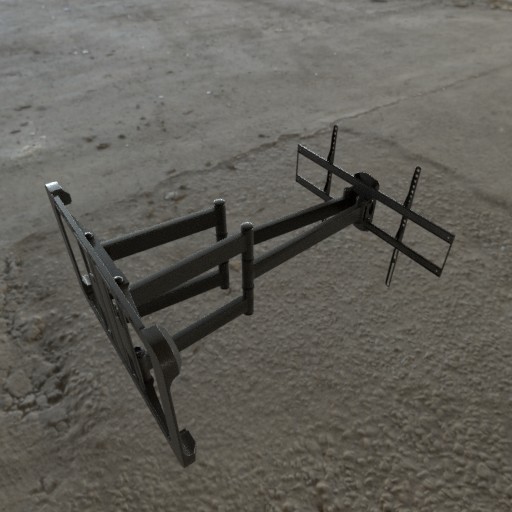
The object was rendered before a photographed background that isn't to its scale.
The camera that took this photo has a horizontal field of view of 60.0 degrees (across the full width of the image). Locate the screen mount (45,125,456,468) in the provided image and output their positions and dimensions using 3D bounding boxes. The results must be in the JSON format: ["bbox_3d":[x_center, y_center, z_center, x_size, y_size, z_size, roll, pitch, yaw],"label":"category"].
[{"bbox_3d":[0.000,0.000,1.326,0.905,0.483,0.725,-24,46,-26],"label":"screen mount"}]
